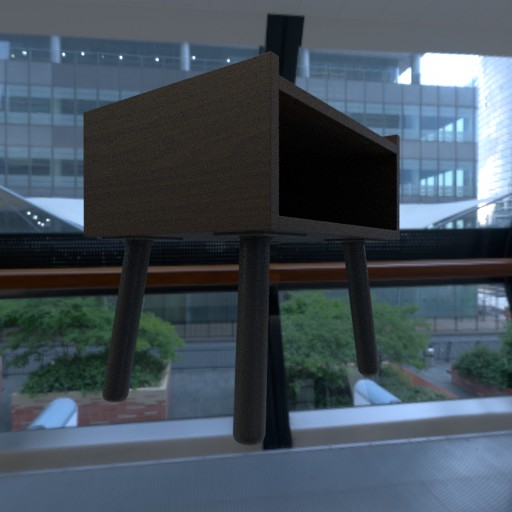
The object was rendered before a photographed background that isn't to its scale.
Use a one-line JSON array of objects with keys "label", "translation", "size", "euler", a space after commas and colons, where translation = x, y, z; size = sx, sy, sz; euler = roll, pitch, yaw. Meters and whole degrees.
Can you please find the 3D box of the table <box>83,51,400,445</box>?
[{"label": "table", "translation": [0.000, 0.000, 0.798], "size": [0.370, 0.470, 0.450], "euler": [0, 0, 36]}]
